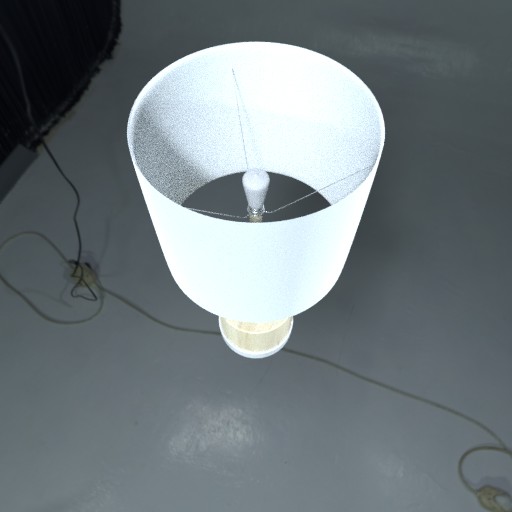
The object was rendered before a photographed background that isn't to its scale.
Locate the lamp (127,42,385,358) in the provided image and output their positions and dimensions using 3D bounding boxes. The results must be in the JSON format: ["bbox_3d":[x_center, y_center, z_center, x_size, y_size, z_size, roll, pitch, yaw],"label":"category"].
[{"bbox_3d":[0.000,0.000,0.594,0.229,0.470,0.229,14,60,8],"label":"lamp"}]
